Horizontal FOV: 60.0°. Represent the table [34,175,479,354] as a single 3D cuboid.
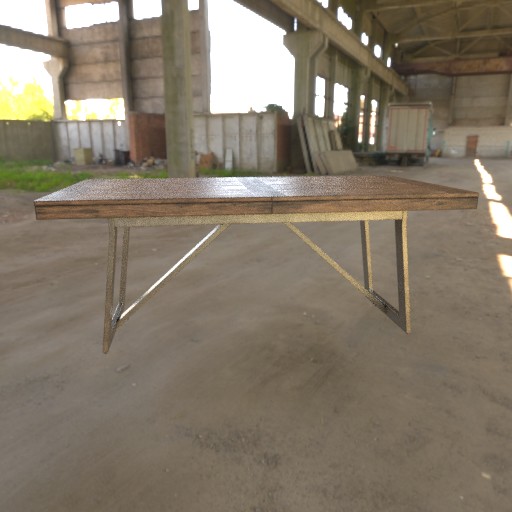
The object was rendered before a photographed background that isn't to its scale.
[{"bbox_3d":[0.000,0.000,2.381,1.867,0.757,0.931,-2,15,-8],"label":"table"}]
